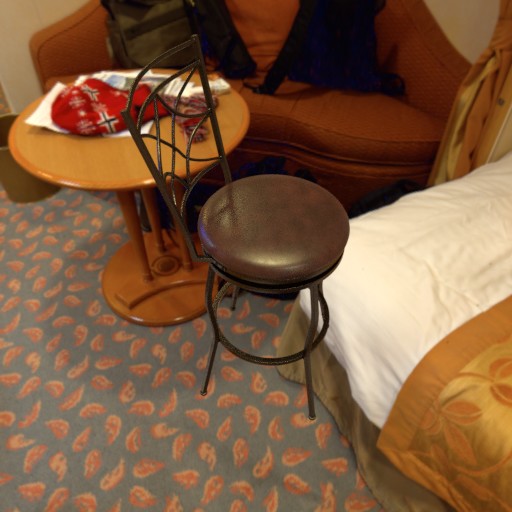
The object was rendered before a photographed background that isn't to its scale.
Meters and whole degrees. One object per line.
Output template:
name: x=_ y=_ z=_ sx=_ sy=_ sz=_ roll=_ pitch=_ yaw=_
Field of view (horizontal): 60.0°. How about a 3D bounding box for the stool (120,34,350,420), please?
stool: x=0.000 y=0.000 z=1.367 sx=0.534 sy=1.117 sz=0.434 roll=10 pitch=46 yaw=9
